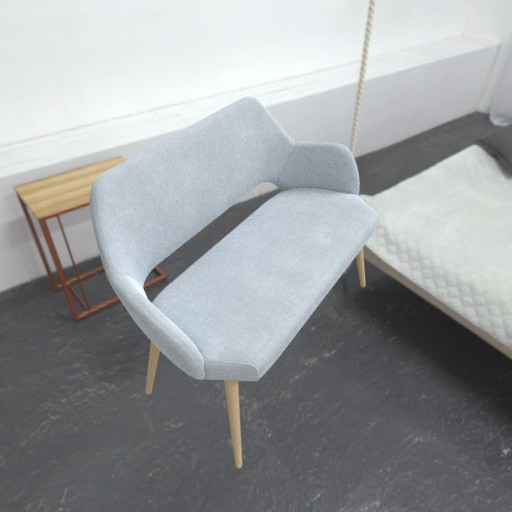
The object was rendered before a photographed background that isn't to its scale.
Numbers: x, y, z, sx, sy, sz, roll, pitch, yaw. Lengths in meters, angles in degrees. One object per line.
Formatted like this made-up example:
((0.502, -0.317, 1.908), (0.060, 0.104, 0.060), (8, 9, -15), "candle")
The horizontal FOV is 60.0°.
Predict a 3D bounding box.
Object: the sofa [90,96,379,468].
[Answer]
((0.000, 0.000, 1.628), (0.610, 0.840, 1.150), (23, 45, 25), "sofa")
